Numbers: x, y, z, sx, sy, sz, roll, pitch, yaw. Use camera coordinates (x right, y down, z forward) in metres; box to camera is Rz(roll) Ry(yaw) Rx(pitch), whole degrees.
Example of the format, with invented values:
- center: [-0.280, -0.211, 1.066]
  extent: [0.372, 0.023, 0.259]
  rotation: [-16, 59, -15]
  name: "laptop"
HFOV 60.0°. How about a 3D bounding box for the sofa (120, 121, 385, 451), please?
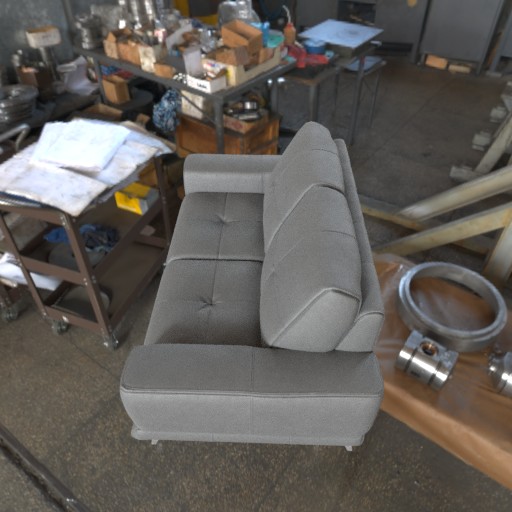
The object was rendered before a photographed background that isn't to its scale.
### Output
- center: [0.000, 0.000, 2.344]
  extent: [1.018, 0.907, 1.806]
  rotation: [1, 42, 1]
  name: "sofa"
